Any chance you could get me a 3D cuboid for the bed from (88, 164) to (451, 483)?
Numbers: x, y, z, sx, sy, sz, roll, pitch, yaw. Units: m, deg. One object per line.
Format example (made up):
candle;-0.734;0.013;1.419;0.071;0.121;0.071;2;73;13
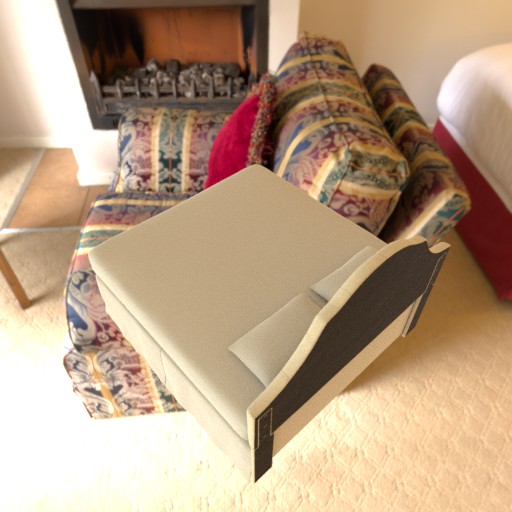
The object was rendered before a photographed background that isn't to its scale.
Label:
bed;0.000;0.000;3.462;2.012;1.555;2.086;-33;54;-28
